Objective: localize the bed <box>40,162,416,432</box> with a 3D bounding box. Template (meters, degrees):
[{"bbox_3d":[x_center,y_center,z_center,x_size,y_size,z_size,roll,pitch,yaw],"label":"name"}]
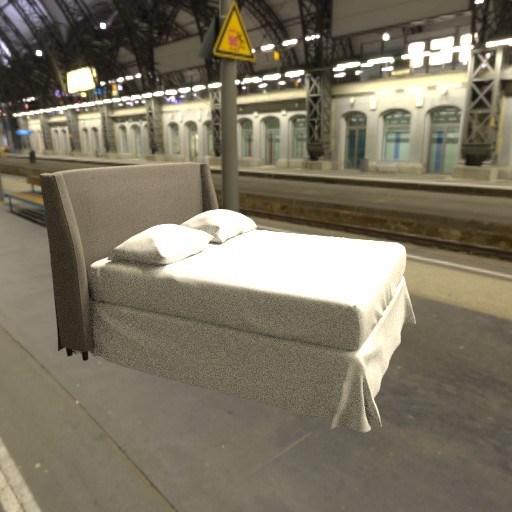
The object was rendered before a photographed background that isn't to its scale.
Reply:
[{"bbox_3d":[0.000,0.000,3.410,2.276,1.332,1.925,7,16,25],"label":"bed"}]
